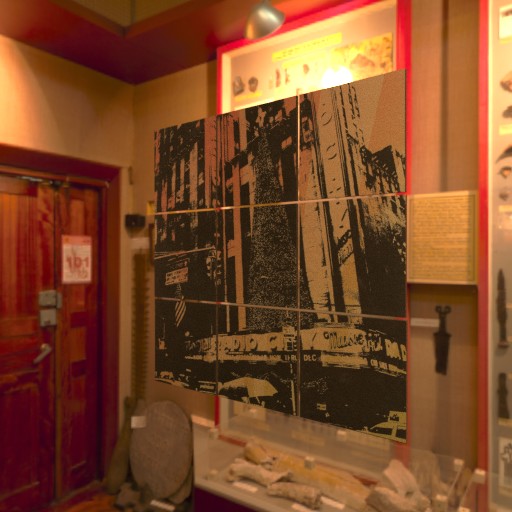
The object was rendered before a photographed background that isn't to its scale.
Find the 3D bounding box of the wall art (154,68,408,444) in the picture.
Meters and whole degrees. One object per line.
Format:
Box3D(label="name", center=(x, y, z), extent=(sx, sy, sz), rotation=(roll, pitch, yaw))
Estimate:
Box3D(label="wall art", center=(0.000, 0.000, 1.358), extent=(0.919, 0.917, 0.010), rotation=(0, 0, 36))
